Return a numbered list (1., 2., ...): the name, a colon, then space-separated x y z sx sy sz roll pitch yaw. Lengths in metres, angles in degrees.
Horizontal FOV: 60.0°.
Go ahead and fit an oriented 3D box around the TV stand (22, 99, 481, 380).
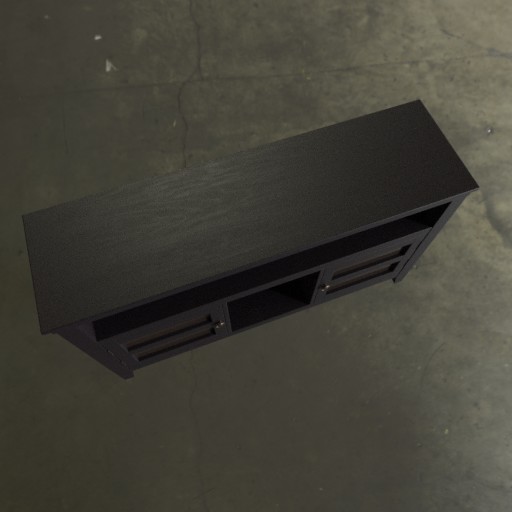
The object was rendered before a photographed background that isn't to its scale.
1. TV stand: 0.000 0.000 1.500 1.198 0.681 0.347 -18 66 -9
